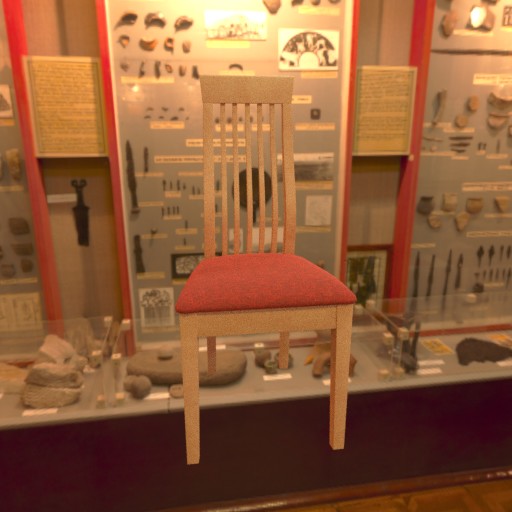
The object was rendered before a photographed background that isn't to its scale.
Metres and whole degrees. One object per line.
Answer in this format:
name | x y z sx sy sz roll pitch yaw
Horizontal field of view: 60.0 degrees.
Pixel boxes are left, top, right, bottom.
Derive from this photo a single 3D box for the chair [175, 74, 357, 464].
chair | 0.000 0.000 1.299 0.460 1.027 0.474 -2 17 -8
